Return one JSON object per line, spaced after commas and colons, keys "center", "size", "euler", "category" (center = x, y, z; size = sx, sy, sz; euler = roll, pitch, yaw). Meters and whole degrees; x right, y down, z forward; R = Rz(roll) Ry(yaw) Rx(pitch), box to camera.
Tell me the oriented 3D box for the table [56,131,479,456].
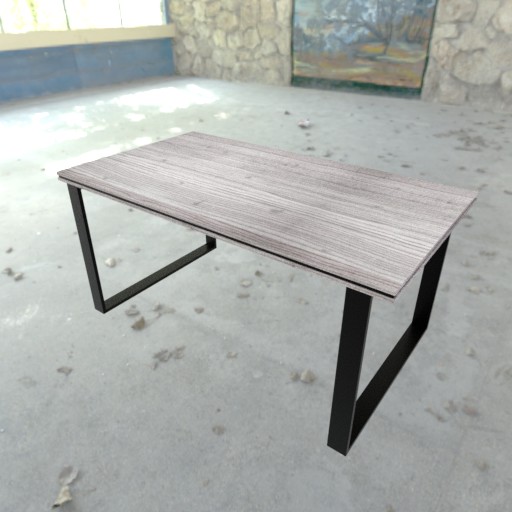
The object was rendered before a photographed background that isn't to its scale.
{"center": [0.000, 0.000, 2.068], "size": [1.579, 0.736, 0.881], "euler": [20, 36, 31], "category": "table"}
